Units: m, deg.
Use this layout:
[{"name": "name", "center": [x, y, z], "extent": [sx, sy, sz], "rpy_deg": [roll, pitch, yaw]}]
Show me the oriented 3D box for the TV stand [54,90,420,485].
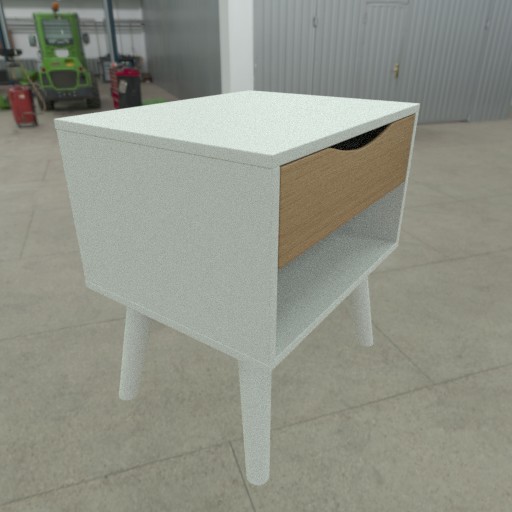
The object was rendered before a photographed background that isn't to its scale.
[{"name": "TV stand", "center": [0.000, 0.000, 0.886], "extent": [0.405, 0.559, 0.508], "rpy_deg": [18, 31, 31]}]
